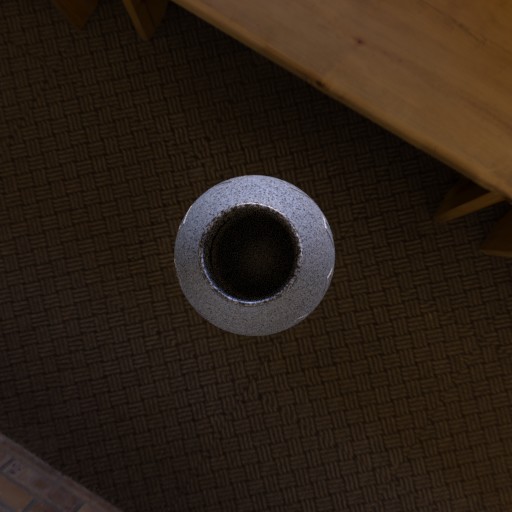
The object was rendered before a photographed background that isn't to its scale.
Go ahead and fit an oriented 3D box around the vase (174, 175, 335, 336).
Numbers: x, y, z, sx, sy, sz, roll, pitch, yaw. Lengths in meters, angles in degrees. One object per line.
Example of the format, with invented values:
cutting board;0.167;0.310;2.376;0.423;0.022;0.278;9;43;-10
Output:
vase;0.000;0.000;0.355;0.122;0.282;0.122;0;90;1
